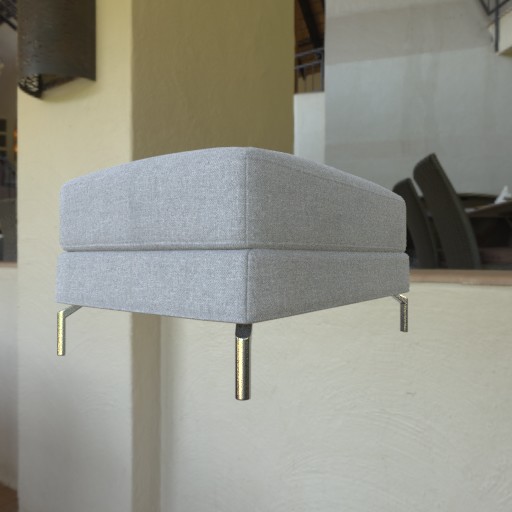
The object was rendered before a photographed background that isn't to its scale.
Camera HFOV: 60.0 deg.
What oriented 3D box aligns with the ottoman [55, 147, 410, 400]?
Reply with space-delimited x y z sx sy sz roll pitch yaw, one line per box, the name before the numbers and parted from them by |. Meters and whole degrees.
ottoman | 0.000 0.000 1.185 0.584 0.457 0.838 0 0 37
